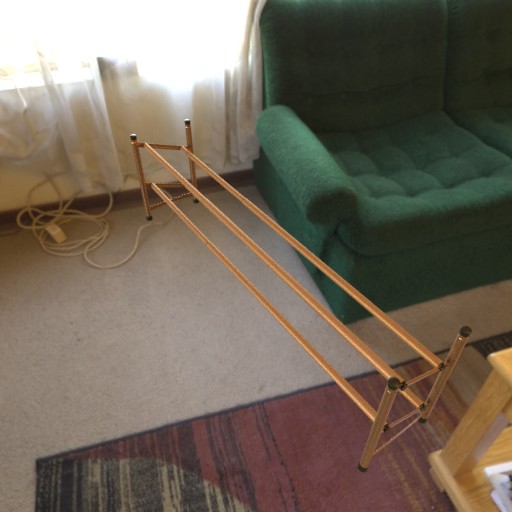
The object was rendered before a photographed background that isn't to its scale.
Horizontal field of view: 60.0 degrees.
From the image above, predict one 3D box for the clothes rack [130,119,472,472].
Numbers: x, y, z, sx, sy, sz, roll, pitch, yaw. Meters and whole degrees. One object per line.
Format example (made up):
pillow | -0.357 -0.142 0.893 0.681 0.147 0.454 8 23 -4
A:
clothes rack | 0.000 0.000 1.288 0.229 0.349 1.168 -25 47 -25
